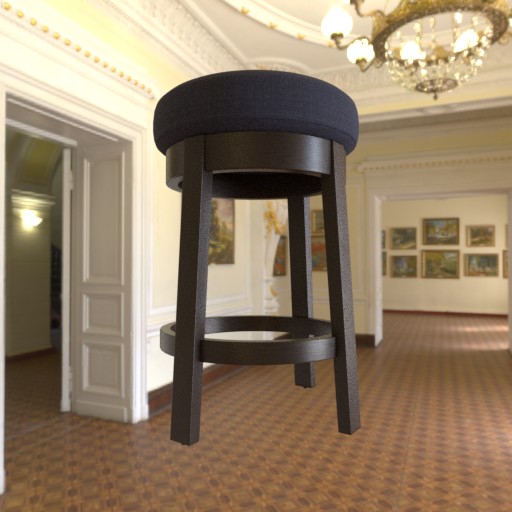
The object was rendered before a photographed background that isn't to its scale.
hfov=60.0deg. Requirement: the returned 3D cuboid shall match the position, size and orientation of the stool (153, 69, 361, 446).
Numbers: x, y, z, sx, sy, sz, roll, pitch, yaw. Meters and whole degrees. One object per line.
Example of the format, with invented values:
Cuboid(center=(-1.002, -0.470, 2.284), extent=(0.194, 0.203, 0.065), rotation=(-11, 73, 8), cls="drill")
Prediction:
Cuboid(center=(0.000, 0.000, 0.943), extent=(0.449, 0.655, 0.449), rotation=(0, -1, 0), cls="stool")
